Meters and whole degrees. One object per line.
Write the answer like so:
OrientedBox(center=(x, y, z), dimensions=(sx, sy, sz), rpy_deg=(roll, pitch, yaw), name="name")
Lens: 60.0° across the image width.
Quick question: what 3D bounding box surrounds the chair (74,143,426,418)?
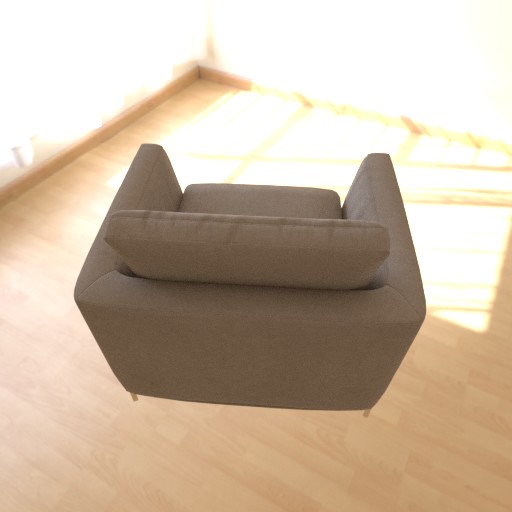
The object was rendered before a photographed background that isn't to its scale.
OrientedBox(center=(0.000, 0.000, 1.659), dimensions=(1.041, 0.864, 0.889), rpy_deg=(3, 45, 3), name="chair")
